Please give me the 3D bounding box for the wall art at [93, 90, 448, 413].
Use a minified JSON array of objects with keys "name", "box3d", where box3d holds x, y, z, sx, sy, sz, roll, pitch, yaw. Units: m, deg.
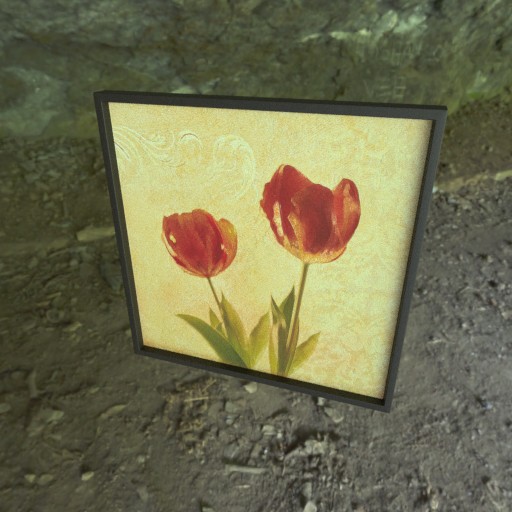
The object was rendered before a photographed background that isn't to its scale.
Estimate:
[{"name":"wall art","box3d":[0.000,0.000,0.513,0.349,0.349,0.038,9,29,16]}]
